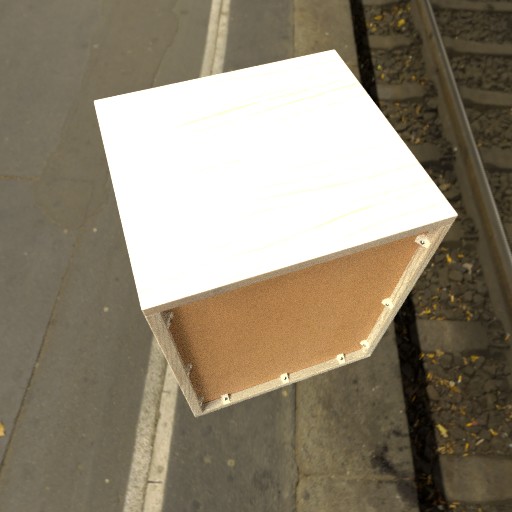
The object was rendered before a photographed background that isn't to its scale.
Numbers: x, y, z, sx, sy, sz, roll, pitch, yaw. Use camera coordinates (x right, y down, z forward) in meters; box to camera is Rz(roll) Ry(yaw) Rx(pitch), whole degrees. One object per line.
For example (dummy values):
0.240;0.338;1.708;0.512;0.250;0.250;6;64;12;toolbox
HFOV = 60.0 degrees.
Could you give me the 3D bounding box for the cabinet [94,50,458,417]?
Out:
0.000;0.000;0.877;0.409;0.579;0.401;-16;59;-10;cabinet
